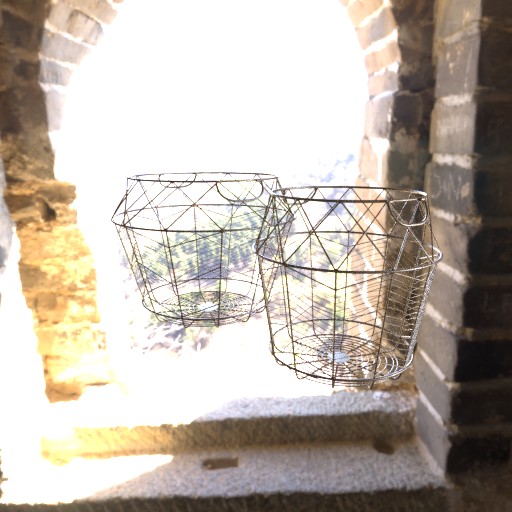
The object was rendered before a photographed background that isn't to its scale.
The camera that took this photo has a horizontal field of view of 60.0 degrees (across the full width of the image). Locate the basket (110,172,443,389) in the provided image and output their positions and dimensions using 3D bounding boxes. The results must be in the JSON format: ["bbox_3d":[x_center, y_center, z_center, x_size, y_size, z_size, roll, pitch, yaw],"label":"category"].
[{"bbox_3d":[0.000,0.000,0.998,0.805,0.343,0.451,13,19,43],"label":"basket"}]
